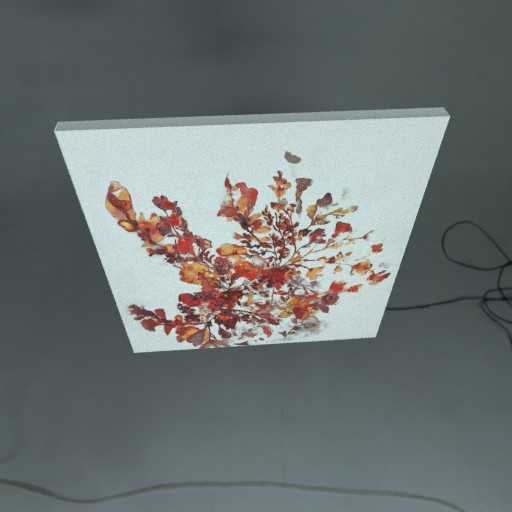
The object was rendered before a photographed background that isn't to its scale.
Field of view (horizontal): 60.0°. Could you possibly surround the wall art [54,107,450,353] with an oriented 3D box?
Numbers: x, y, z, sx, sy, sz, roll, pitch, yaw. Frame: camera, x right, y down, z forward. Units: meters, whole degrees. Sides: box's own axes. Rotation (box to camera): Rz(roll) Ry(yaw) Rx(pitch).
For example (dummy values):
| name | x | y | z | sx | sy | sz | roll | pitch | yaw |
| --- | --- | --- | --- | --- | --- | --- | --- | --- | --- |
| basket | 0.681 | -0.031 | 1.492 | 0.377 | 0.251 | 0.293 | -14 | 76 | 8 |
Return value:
| name | x | y | z | sx | sy | sz | roll | pitch | yaw |
| --- | --- | --- | --- | --- | --- | --- | --- | --- | --- |
| wall art | 0.000 | 0.000 | 1.500 | 1.009 | 1.009 | 0.049 | -3 | 46 | -3 |
